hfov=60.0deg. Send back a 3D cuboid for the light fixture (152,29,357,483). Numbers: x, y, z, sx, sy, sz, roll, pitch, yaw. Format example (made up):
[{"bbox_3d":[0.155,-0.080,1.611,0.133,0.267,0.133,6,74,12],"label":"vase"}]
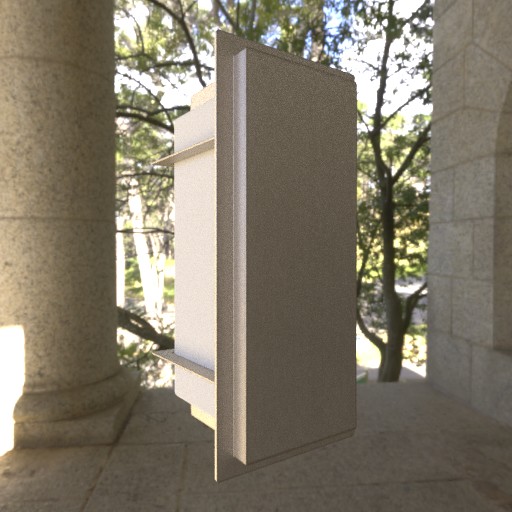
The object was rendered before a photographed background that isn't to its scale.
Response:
[{"bbox_3d":[0.000,0.000,0.469,0.168,0.380,0.160,0,1,-35],"label":"light fixture"}]
